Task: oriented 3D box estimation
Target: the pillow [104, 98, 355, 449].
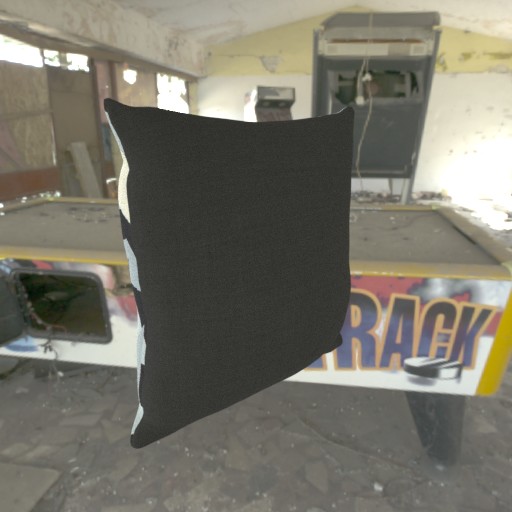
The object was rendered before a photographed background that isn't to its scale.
[{"bbox_3d":[0.000,0.000,0.750,0.503,0.496,0.208,-14,21,-41],"label":"pillow"}]
